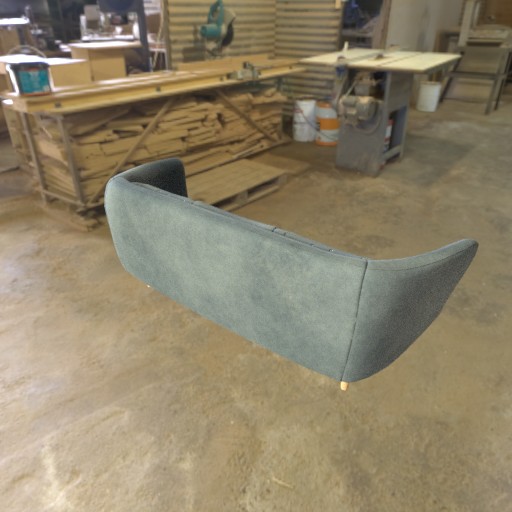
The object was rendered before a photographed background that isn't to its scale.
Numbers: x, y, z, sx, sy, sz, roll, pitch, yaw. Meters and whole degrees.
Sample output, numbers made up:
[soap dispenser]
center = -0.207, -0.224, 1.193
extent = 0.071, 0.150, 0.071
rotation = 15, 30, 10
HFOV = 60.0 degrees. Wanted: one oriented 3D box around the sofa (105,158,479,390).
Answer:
[sofa]
center = 0.000, 0.000, 2.542
extent = 2.095, 0.795, 0.849
rotation = 21, 36, 33
